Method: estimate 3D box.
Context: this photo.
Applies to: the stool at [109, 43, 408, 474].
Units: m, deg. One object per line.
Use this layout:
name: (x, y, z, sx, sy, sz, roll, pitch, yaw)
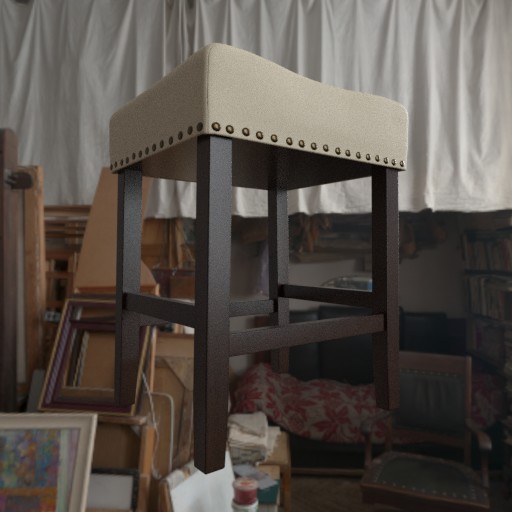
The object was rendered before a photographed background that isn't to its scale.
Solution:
stool: (0.000, 0.000, 0.898, 0.471, 0.609, 0.401, 0, 0, -37)
